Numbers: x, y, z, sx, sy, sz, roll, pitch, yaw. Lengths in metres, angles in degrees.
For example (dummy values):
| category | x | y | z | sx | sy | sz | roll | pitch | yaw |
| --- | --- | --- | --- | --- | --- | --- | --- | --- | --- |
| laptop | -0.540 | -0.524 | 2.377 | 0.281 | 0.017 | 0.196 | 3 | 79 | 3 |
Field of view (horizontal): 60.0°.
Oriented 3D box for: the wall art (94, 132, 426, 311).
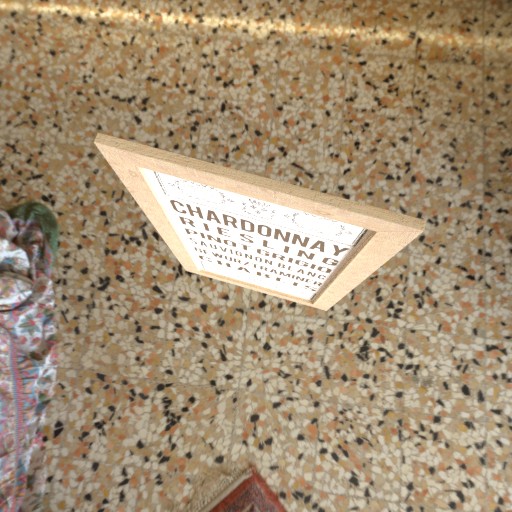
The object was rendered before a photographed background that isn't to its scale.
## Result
| category | x | y | z | sx | sy | sz | roll | pitch | yaw |
| --- | --- | --- | --- | --- | --- | --- | --- | --- | --- |
| wall art | 0.000 | 0.000 | 0.823 | 0.381 | 0.683 | 0.013 | 16 | 76 | 4 |
